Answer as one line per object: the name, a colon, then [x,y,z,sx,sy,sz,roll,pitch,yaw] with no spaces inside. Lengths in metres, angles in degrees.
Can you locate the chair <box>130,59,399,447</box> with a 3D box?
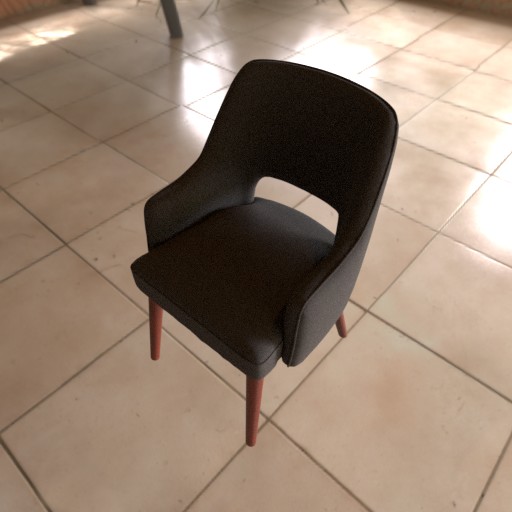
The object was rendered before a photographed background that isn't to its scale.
chair: [0.000,0.000,1.212,0.559,0.838,0.560,32,54,27]
